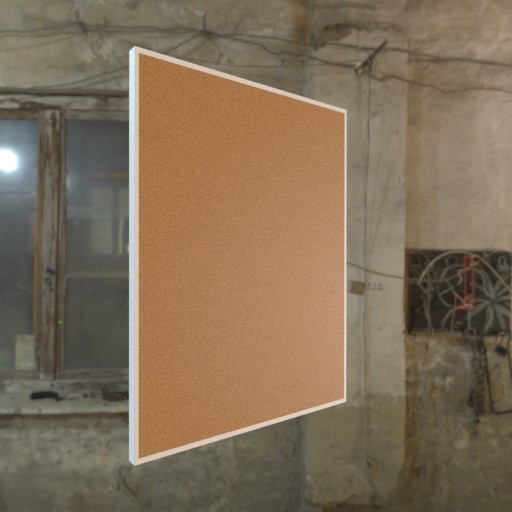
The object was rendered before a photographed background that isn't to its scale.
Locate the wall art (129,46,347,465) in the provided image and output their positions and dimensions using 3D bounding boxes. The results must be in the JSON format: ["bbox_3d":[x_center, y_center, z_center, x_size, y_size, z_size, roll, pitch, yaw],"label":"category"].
[{"bbox_3d":[0.000,0.000,1.365,0.795,1.050,0.039,0,0,-38],"label":"wall art"}]
